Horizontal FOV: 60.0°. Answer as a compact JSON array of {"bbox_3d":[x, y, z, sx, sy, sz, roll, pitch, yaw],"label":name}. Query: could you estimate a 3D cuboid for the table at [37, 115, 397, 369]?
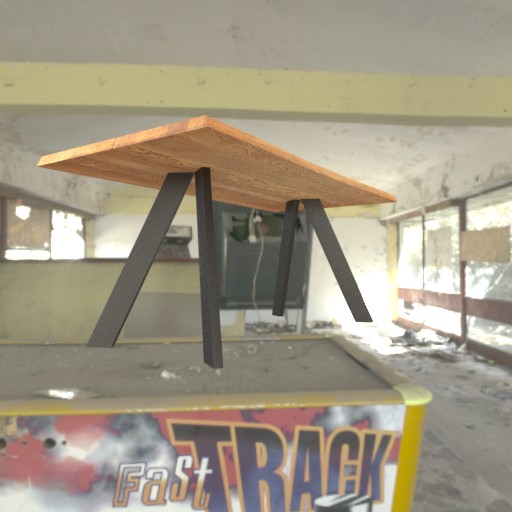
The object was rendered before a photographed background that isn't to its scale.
[{"bbox_3d":[0.000,0.000,2.251,0.900,0.770,1.800,-1,-2,34],"label":"table"}]
